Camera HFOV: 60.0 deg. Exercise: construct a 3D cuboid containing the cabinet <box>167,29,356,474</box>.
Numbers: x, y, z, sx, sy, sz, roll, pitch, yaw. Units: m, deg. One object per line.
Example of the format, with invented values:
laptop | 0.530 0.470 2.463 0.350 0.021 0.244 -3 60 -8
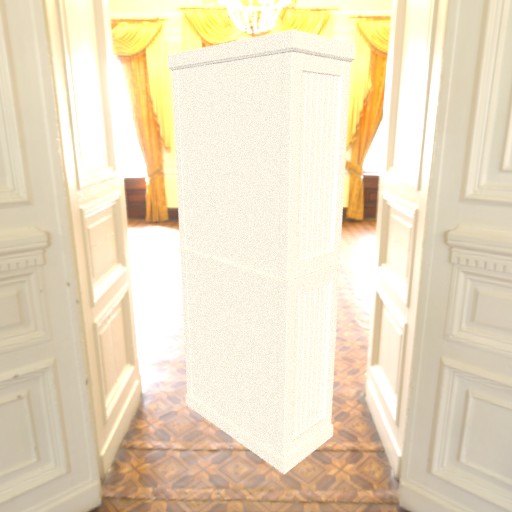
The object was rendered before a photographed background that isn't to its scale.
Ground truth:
cabinet | 0.000 0.000 2.141 0.390 1.829 0.754 -15 22 -43
